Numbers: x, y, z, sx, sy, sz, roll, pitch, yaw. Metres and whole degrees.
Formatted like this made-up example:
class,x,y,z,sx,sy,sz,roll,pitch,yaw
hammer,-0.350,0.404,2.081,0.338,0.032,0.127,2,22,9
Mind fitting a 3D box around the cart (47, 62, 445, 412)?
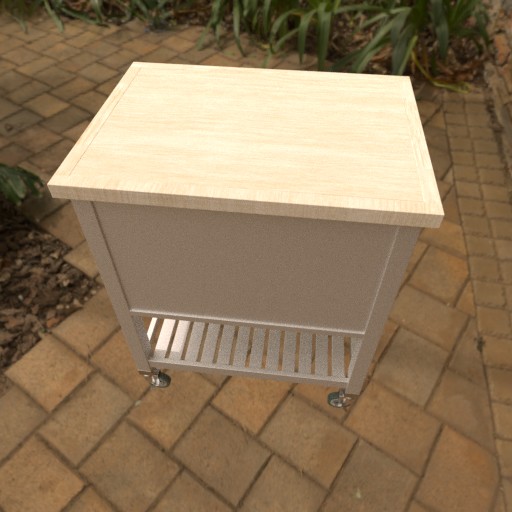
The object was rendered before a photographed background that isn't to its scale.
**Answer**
class,x,y,z,sx,sy,sz,roll,pitch,yaw
cart,0.000,0.000,1.365,0.762,0.914,0.559,5,47,5
